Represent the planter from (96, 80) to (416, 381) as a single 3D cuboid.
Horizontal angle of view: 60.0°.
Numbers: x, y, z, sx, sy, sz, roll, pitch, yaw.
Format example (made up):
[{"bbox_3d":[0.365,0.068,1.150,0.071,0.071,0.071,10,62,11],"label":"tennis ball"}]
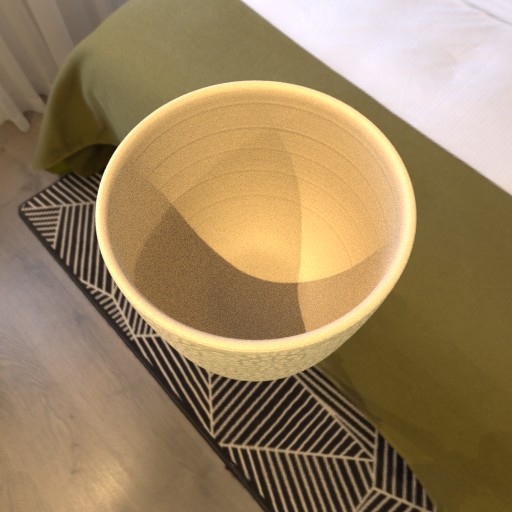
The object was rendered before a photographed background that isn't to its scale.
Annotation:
[{"bbox_3d":[0.000,0.000,0.221,0.124,0.109,0.124,0,64,0],"label":"planter"}]
